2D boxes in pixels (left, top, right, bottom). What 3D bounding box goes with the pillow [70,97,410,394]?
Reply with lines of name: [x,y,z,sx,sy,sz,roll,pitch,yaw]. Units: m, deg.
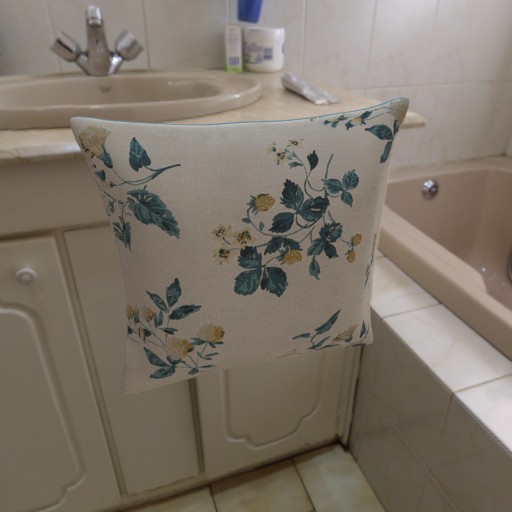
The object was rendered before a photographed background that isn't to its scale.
pillow: [0.000,0.000,0.779,0.526,0.507,0.166,-8,30,-14]
